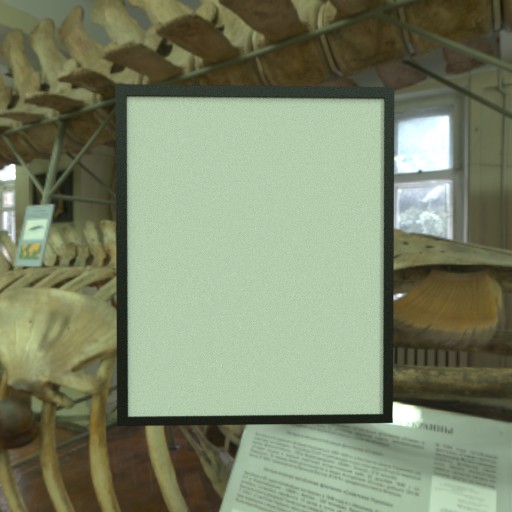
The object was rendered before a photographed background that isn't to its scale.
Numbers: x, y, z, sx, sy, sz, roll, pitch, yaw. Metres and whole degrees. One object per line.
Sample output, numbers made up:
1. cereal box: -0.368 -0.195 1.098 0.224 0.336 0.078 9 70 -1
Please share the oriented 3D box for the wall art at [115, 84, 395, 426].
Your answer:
1. wall art: 0.000 0.000 0.528 0.325 0.397 0.018 0 1 -2
